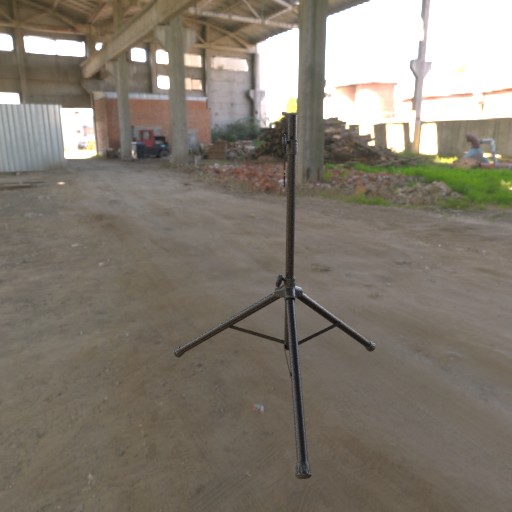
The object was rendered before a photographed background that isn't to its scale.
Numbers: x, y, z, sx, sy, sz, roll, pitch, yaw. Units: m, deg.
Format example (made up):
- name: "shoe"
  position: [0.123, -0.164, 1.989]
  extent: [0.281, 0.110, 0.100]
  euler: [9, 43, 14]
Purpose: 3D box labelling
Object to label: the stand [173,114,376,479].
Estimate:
- name: "stand"
  position: [0.000, 0.000, 1.881]
  extent: [0.907, 1.136, 1.045]
  euler: [7, 16, 27]
